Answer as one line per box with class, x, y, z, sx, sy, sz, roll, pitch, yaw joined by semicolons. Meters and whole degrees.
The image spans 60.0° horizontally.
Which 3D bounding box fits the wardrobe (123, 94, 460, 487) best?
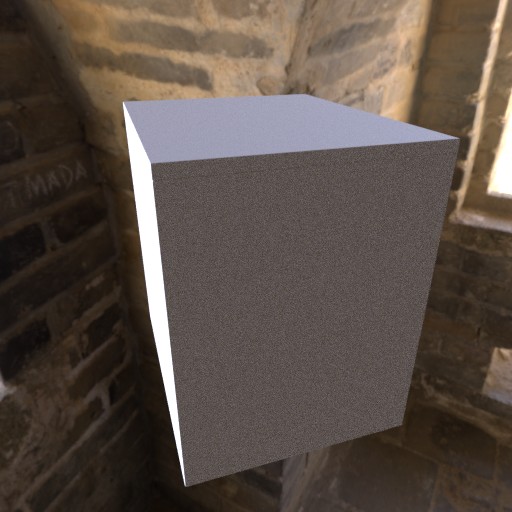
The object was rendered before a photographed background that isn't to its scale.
wardrobe;0.000;0.000;0.853;0.400;0.520;0.500;-8;28;-16
